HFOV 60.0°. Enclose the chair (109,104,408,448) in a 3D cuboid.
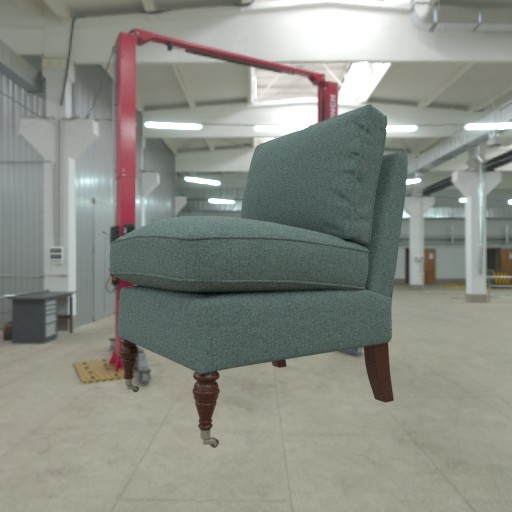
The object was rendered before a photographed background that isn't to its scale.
[{"bbox_3d":[0.000,0.000,1.430,0.796,0.901,0.624,0,0,-35],"label":"chair"}]
